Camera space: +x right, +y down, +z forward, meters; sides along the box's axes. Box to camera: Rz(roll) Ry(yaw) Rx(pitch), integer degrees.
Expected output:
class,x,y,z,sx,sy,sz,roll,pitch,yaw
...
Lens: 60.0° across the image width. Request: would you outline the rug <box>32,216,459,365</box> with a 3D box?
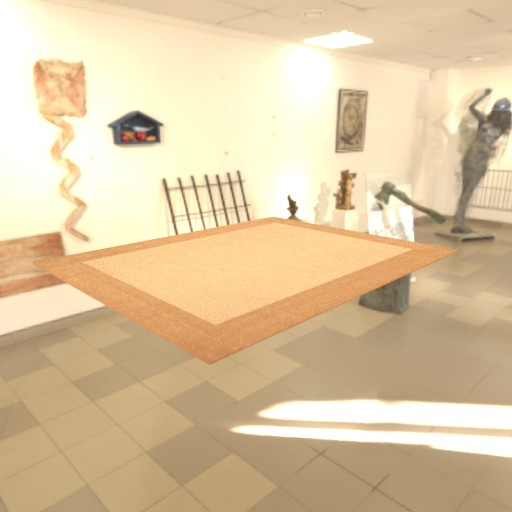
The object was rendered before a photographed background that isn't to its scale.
class,x,y,z,sx,sy,sz,roll,pitch,yaw
rug,0.000,0.000,4.035,3.048,0.014,2.438,-15,22,-43
